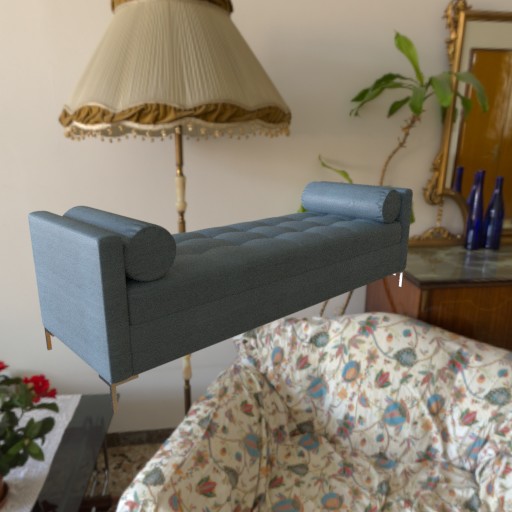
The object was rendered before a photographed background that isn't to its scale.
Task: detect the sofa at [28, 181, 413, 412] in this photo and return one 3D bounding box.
[{"bbox_3d":[0.000,0.000,2.336,1.981,0.635,0.686,-14,20,-41],"label":"sofa"}]
